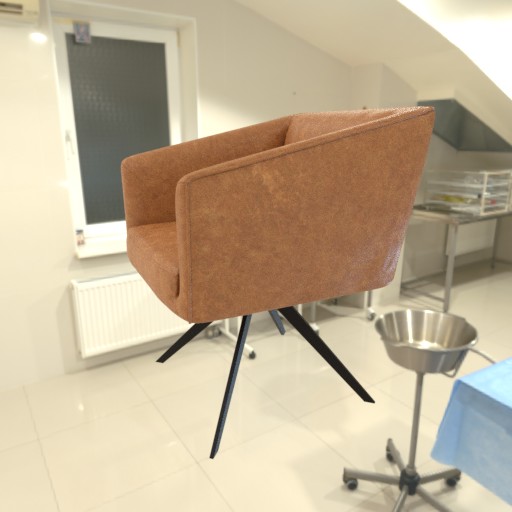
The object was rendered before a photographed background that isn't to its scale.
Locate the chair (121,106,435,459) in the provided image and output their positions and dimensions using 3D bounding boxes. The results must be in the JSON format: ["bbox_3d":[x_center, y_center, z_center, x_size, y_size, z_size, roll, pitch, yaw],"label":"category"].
[{"bbox_3d":[0.000,0.000,1.198,0.625,0.760,0.588,-8,18,-26],"label":"chair"}]
